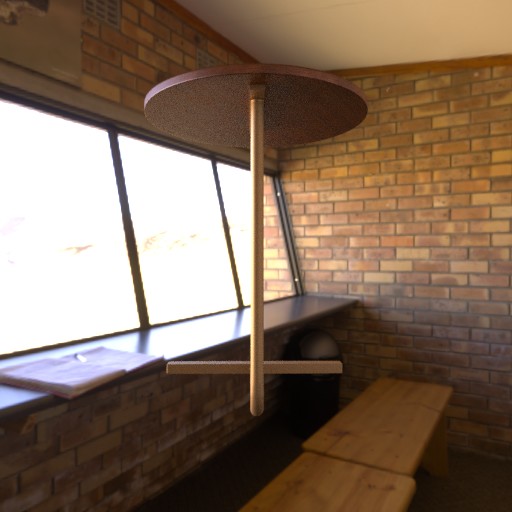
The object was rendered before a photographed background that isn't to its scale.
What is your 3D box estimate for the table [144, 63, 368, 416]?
[{"bbox_3d":[0.000,0.000,1.097,0.530,0.706,0.577,0,1,-1],"label":"table"}]
